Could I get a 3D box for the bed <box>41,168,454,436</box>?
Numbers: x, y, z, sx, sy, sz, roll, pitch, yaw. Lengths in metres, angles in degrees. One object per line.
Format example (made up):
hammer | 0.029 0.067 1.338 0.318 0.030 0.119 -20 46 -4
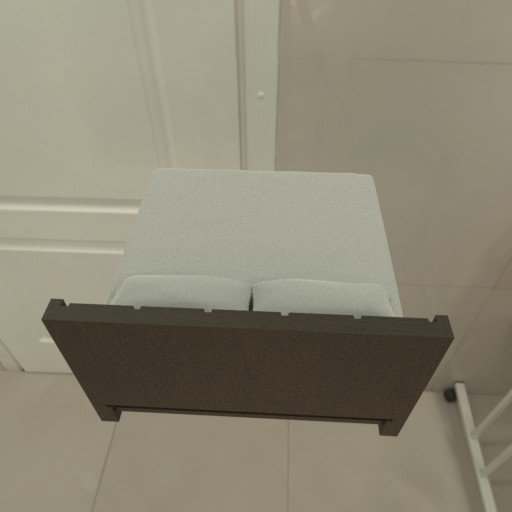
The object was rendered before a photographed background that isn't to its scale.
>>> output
bed | 0.000 0.000 3.505 2.143 1.261 2.238 2 46 2
